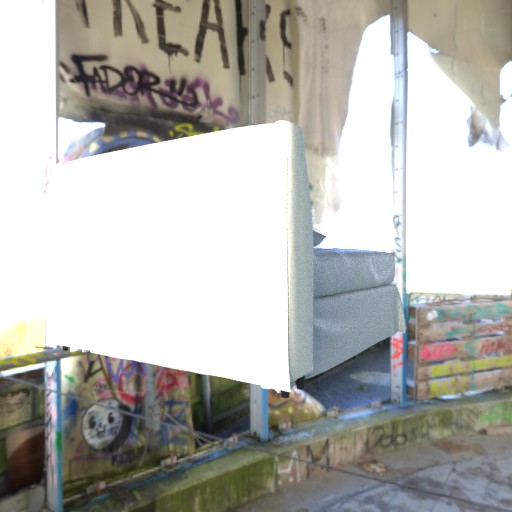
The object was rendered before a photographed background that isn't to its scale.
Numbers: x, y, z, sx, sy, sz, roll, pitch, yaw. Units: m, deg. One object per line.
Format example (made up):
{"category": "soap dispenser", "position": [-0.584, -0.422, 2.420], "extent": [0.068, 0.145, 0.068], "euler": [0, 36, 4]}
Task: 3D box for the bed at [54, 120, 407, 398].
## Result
{"category": "bed", "position": [0.000, 0.000, 3.516], "extent": [1.925, 1.332, 2.276], "euler": [0, 1, 34]}
